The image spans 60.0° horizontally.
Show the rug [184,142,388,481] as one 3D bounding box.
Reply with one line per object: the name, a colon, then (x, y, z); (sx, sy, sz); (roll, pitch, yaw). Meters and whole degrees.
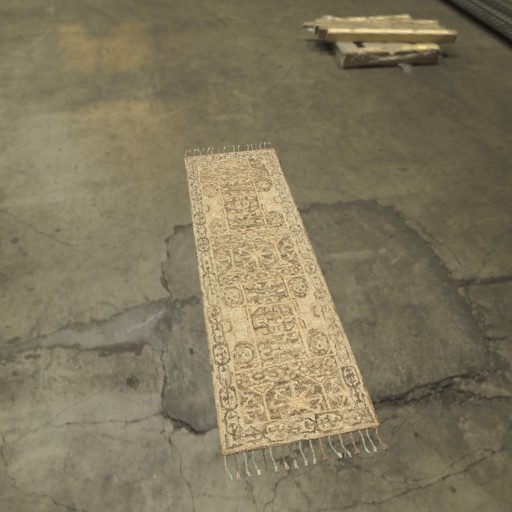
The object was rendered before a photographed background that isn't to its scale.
rug: (0.000, 0.000, 2.895); (0.762, 0.011, 2.664); (-8, 47, -7)
